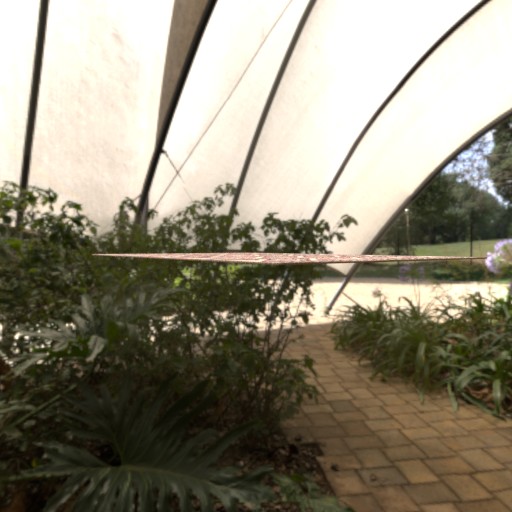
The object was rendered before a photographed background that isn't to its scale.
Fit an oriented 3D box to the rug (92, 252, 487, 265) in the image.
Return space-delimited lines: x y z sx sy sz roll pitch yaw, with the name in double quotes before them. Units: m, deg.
"rug" 0.000 0.000 3.077 1.545 0.010 2.440 -1 1 -36
